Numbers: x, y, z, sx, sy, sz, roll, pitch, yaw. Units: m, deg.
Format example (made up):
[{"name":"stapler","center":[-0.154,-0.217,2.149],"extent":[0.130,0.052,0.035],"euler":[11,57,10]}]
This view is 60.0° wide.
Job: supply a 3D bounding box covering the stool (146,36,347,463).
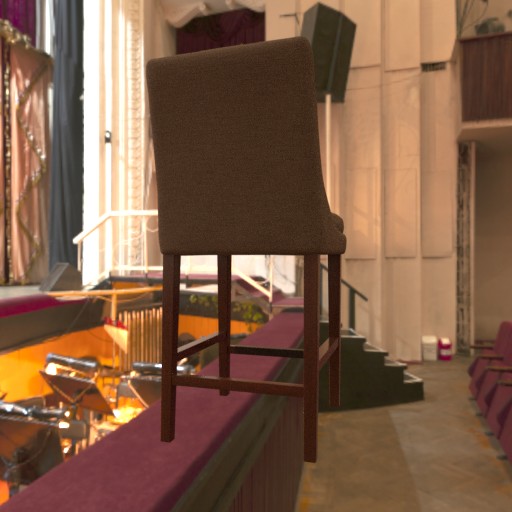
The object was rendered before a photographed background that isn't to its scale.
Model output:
[{"name":"stool","center":[0.000,0.000,1.286],"extent":[0.470,0.981,0.577],"euler":[0,0,18]}]
